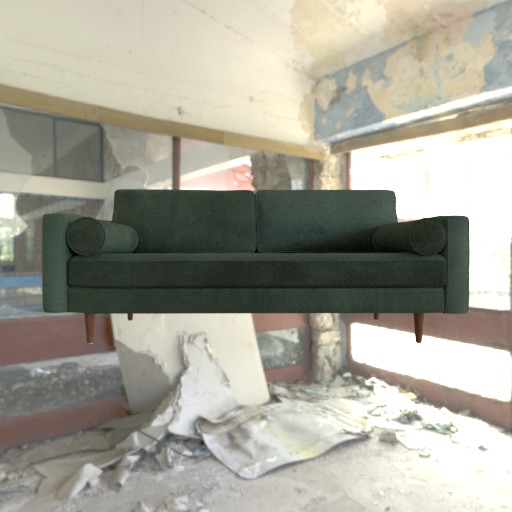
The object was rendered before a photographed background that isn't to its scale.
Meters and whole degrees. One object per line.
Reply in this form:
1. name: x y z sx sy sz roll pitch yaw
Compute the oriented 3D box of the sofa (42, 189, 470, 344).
1. sofa: 0.000 0.000 2.354 1.880 0.772 0.916 0 1 -1
